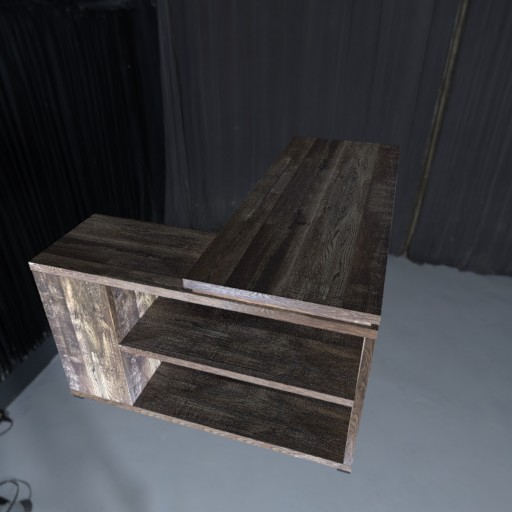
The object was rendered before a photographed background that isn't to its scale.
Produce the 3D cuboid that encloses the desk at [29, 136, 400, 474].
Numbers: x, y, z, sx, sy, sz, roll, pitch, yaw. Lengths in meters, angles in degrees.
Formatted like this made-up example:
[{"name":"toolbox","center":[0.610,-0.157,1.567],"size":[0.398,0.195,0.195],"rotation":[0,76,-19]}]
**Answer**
[{"name":"desk","center":[0.000,0.000,2.193],"size":[1.200,0.753,1.524],"rotation":[9,34,15]}]
